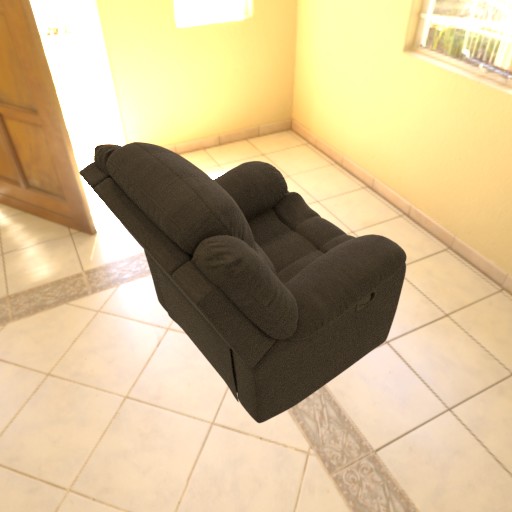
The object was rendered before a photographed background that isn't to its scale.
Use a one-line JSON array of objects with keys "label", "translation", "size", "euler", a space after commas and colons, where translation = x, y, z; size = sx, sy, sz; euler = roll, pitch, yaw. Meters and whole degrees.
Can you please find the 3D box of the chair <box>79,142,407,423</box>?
[{"label": "chair", "translation": [0.000, 0.000, 1.736], "size": [0.944, 1.008, 0.899], "euler": [-26, 47, -27]}]
